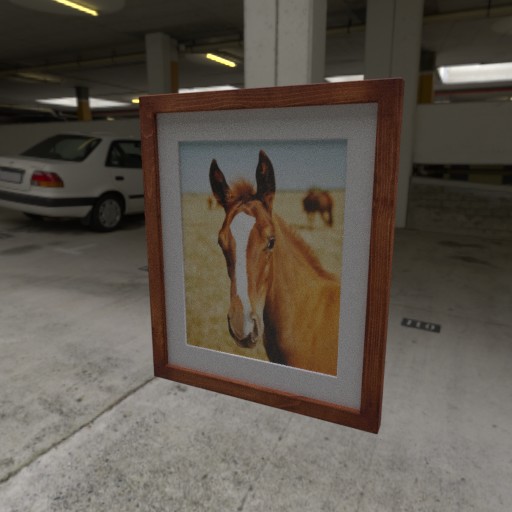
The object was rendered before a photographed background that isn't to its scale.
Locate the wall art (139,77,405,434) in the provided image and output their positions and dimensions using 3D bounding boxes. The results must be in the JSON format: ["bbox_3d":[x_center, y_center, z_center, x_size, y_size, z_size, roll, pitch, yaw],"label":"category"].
[{"bbox_3d":[0.000,0.000,0.785,0.462,0.558,0.030,6,14,25],"label":"wall art"}]
